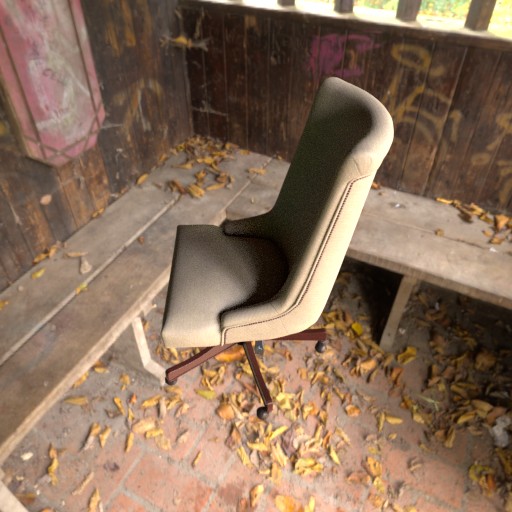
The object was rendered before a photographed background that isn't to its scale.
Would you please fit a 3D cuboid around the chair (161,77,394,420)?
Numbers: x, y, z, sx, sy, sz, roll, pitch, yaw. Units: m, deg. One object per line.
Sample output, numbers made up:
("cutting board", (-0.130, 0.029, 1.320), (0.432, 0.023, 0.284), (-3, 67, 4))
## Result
("chair", (0.000, 0.000, 1.464), (0.696, 1.010, 0.645), (-1, 42, -1))
